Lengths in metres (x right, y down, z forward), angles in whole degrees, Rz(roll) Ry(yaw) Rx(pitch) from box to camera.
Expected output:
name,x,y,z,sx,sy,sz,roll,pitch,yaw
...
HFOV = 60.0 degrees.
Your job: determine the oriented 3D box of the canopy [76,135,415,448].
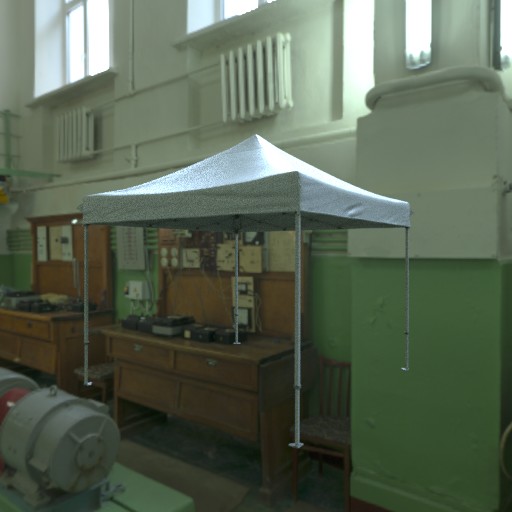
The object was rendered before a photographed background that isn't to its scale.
name,x,y,z,sx,sy,sz,roll,pitch,yaw
canopy,0.000,0.000,5.496,2.994,2.998,2.996,0,1,36
